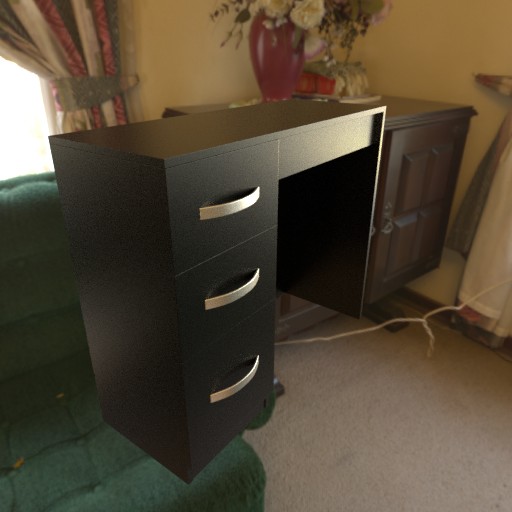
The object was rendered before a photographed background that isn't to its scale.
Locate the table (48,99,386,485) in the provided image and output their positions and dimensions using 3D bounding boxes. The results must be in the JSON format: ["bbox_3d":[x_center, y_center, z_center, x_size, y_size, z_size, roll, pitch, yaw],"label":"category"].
[{"bbox_3d":[0.000,0.000,1.319,0.380,0.790,0.930,18,30,33],"label":"table"}]
